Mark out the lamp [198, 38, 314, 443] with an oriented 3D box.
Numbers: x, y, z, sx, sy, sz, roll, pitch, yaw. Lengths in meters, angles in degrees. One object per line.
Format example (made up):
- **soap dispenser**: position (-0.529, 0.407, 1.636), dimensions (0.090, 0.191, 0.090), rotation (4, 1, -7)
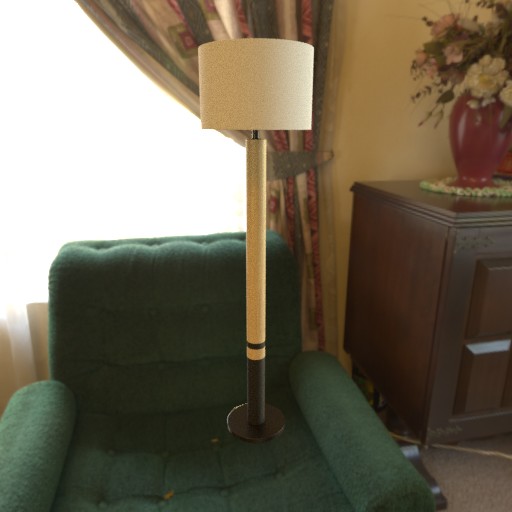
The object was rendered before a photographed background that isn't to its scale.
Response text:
- **lamp**: position (0.000, 0.000, 1.671), dimensions (0.381, 1.478, 0.381), rotation (-9, 18, -28)
